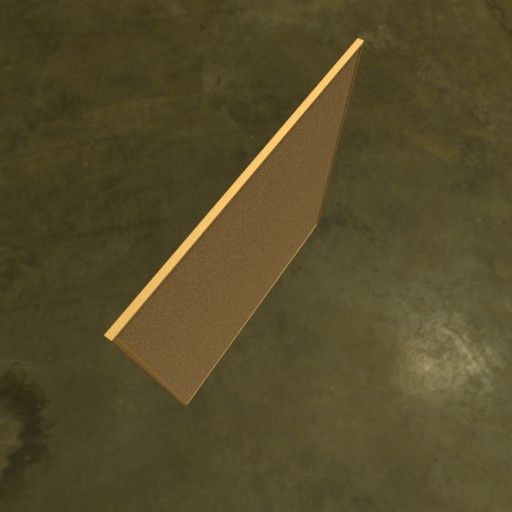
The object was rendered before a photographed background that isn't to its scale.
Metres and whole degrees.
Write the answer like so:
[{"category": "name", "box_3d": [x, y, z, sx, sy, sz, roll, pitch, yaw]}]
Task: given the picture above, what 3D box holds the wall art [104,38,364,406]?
[{"category": "wall art", "box_3d": [0.000, 0.000, 0.967, 0.014, 0.655, 0.657, 32, 68, 14]}]
